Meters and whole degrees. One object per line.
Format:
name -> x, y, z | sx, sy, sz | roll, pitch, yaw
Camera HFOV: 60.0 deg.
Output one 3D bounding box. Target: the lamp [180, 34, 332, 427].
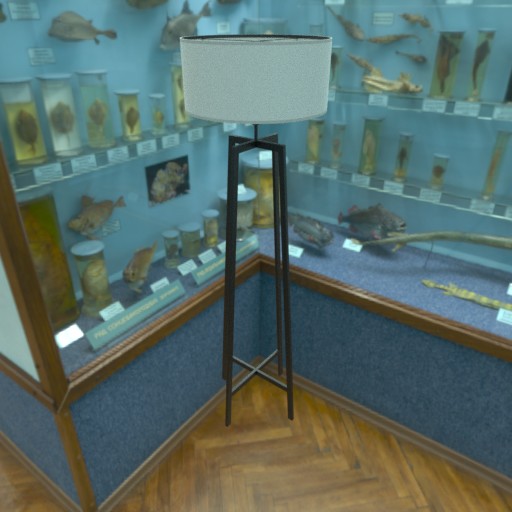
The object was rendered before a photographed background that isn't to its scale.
lamp -> 0.000, 0.000, 1.706 | 0.457, 1.510, 0.456 | 21, 35, 33
